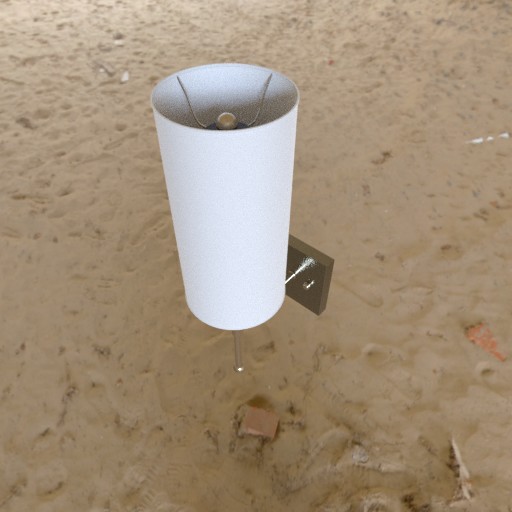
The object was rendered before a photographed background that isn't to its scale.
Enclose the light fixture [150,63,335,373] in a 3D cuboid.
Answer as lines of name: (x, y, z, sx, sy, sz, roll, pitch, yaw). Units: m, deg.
light fixture: (0.000, 0.000, 0.568, 0.128, 0.462, 0.208, 32, 54, 28)
